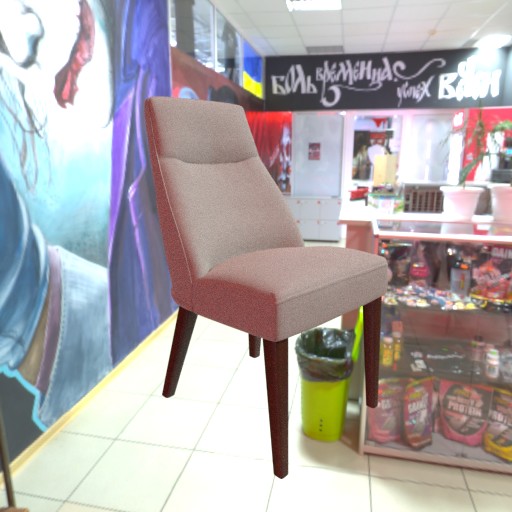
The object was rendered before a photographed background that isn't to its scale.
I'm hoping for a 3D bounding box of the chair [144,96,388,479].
[{"bbox_3d":[0.000,0.000,1.324,0.620,0.930,0.500,13,18,43],"label":"chair"}]
